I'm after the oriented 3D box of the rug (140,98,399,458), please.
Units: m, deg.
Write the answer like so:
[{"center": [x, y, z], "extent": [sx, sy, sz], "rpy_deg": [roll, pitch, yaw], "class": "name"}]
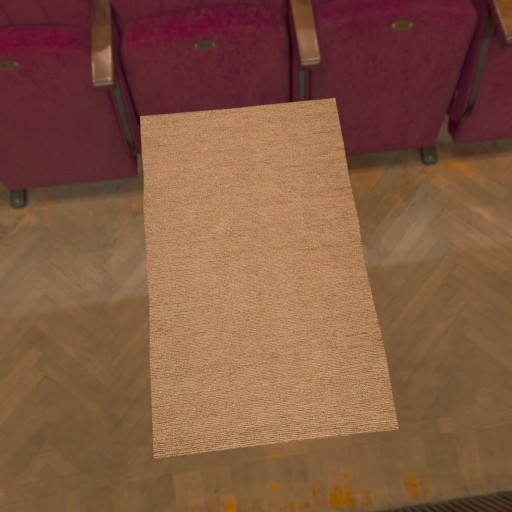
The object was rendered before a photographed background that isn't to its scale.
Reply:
[{"center": [0.000, 0.000, 3.091], "extent": [1.533, 0.011, 2.439], "rpy_deg": [-6, 73, -2], "class": "rug"}]
